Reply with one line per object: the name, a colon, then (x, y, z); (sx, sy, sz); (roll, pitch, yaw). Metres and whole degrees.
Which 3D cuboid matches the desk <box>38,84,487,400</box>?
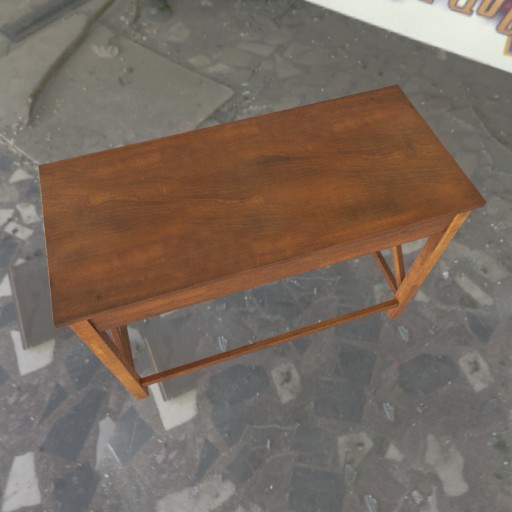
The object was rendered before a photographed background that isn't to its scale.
desk: (0.000, 0.000, 1.529); (1.117, 0.762, 0.508); (-16, 60, -9)
